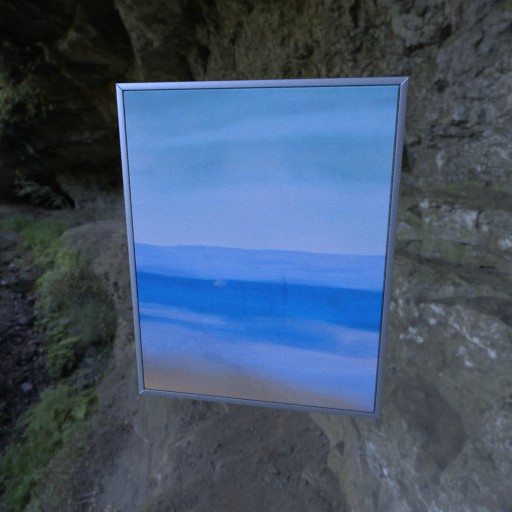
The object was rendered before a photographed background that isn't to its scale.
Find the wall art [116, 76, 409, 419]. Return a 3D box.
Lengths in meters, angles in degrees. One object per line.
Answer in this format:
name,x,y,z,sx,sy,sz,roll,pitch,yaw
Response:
wall art,0.000,0.000,0.751,0.445,0.553,0.039,3,15,10
